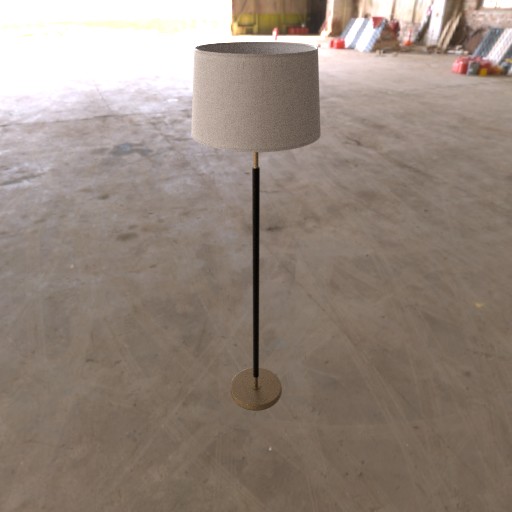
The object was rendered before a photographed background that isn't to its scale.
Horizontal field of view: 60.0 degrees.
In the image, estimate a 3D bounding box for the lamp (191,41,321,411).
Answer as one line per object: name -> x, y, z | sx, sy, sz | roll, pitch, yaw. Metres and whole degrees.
lamp -> 0.000, 0.000, 1.689 | 0.420, 1.447, 0.420 | 0, 31, 0
